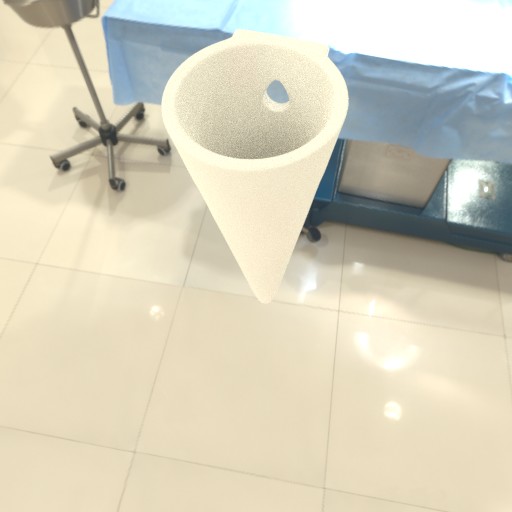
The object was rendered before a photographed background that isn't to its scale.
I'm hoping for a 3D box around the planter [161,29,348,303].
[{"bbox_3d":[0.000,0.000,0.220,0.057,0.193,0.064,14,60,9],"label":"planter"}]
